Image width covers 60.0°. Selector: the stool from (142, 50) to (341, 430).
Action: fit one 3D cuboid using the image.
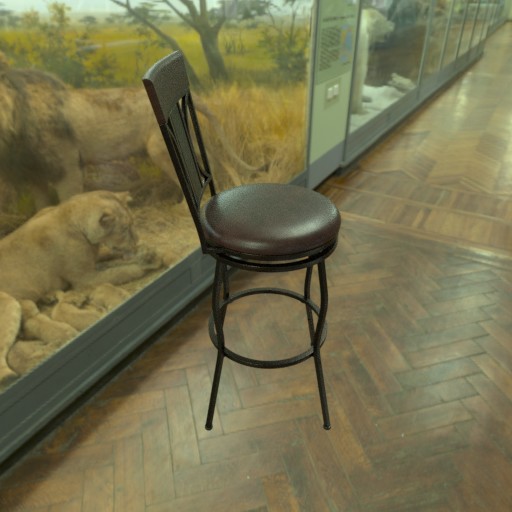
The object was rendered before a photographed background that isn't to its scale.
[{"bbox_3d":[0.000,0.000,1.397,0.513,1.130,0.448,0,32,0],"label":"stool"}]
